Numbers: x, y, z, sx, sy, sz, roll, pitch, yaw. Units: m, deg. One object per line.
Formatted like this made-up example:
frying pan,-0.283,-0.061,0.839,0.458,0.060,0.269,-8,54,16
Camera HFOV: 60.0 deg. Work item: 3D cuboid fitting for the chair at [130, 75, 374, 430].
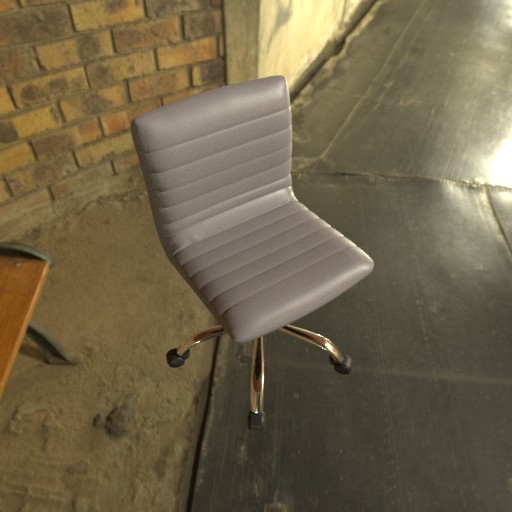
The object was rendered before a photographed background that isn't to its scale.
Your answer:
chair,0.000,0.000,1.160,0.569,0.750,0.542,-25,51,-23
